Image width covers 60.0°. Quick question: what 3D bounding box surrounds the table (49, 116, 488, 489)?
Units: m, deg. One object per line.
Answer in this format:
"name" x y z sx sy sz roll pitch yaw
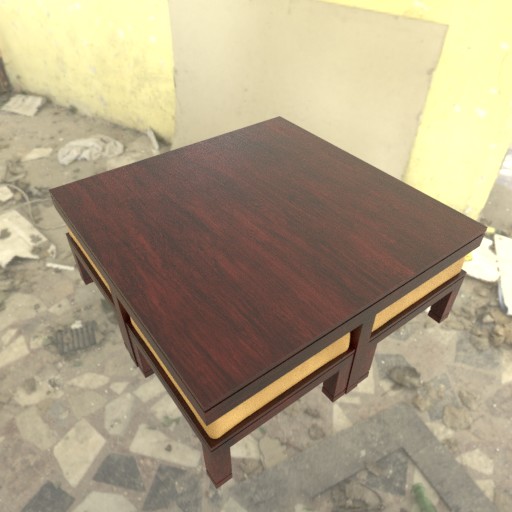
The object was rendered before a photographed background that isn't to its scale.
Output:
"table" 0.000 0.000 1.340 0.865 0.356 0.865 -26 47 -27
